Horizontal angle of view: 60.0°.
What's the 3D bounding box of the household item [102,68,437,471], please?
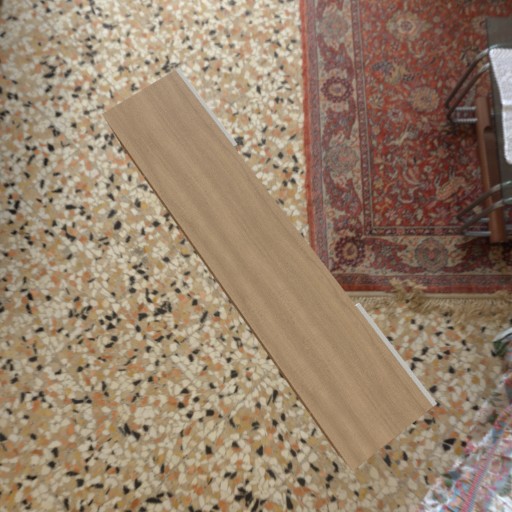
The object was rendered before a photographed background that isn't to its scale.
[{"bbox_3d":[0.000,0.000,2.033,0.420,0.310,1.850,-35,79,-8],"label":"household item"}]
